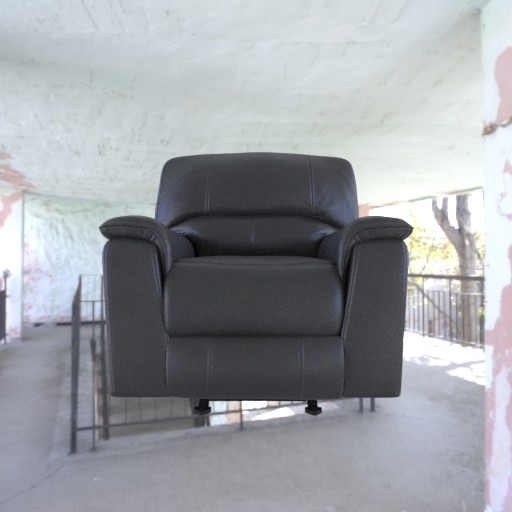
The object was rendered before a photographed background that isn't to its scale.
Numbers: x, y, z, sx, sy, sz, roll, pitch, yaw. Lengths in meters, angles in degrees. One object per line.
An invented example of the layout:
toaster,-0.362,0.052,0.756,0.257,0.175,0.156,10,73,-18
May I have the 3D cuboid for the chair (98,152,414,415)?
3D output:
chair,0.000,0.000,1.953,1.096,1.109,1.087,0,-1,0
